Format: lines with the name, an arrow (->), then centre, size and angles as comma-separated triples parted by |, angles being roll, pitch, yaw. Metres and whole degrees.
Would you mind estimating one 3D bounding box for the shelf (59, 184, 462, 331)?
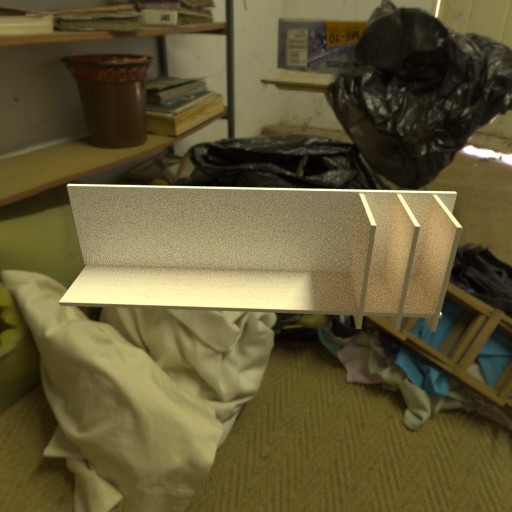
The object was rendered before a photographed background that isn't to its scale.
shelf -> 0.000, 0.000, 1.155 | 1.020, 0.300, 0.200 | 2, 30, 3
